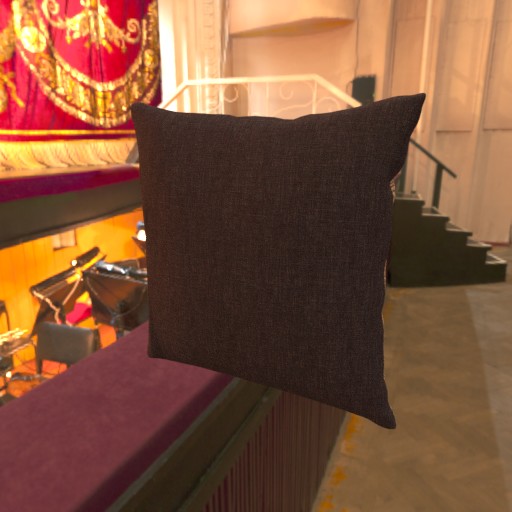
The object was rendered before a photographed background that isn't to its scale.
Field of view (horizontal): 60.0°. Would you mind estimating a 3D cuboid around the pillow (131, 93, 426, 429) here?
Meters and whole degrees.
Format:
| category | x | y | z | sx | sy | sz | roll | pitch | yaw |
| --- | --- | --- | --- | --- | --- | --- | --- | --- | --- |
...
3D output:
| category | x | y | z | sx | sy | sz | roll | pitch | yaw |
| --- | --- | --- | --- | --- | --- | --- | --- | --- | --- |
| pillow | 0.000 | 0.000 | 0.758 | 0.510 | 0.510 | 0.145 | 8 | 18 | 27 |
